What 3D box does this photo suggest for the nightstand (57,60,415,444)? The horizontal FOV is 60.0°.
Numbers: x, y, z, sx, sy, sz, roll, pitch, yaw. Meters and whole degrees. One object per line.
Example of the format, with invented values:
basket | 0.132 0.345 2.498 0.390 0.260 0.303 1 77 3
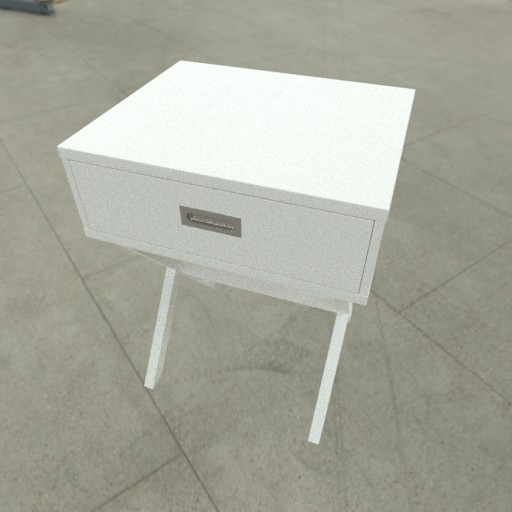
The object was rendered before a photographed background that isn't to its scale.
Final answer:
nightstand | 0.000 0.000 0.937 0.479 0.623 0.402 13 43 14
